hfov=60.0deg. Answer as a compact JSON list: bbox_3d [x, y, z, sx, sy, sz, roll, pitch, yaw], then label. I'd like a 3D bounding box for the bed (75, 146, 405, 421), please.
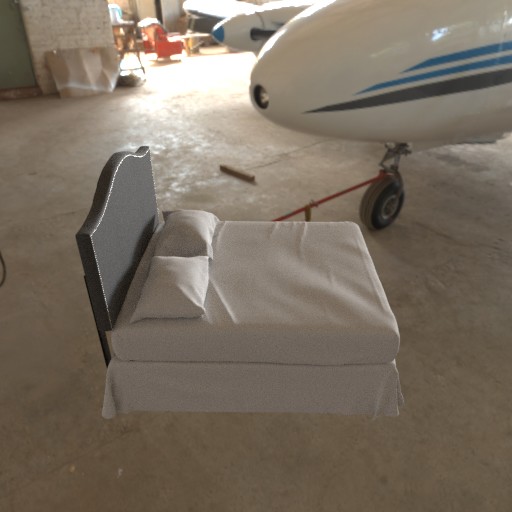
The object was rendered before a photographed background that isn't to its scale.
[{"bbox_3d":[0.000,0.000,3.548,2.221,1.645,1.876,0,32,1],"label":"bed"}]
